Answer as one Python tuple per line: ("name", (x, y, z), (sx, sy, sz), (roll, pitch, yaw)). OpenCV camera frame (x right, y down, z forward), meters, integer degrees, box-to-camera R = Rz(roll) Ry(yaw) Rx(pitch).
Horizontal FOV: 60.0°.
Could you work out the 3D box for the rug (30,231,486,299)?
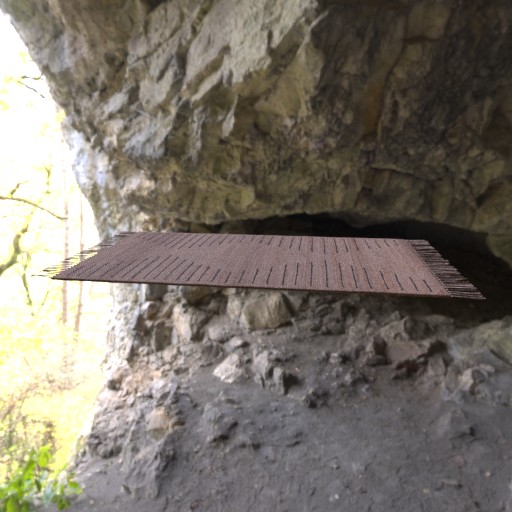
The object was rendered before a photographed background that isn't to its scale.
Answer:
("rug", (0.000, 0.000, 2.044), (1.718, 0.017, 0.905), (2, 15, 8))
